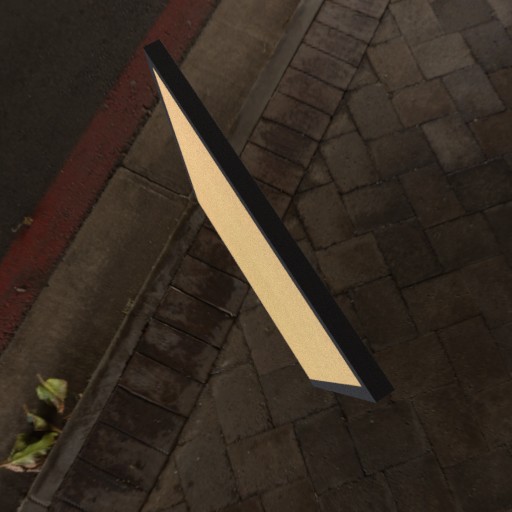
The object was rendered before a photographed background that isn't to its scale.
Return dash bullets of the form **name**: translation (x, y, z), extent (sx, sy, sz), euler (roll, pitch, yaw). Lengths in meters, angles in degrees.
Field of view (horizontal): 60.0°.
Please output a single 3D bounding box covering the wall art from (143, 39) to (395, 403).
- **wall art**: translation (0.000, 0.000, 1.136), extent (0.037, 0.760, 0.762), euler (-31, 78, -8)
